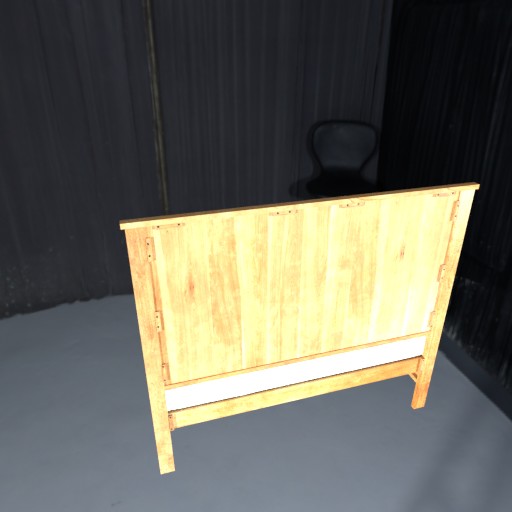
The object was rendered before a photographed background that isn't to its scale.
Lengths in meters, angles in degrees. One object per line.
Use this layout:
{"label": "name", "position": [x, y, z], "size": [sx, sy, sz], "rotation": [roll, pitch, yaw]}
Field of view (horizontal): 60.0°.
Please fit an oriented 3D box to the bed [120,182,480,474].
{"label": "bed", "position": [0.000, 0.000, 3.542], "size": [1.936, 1.686, 2.201], "rotation": [-8, 28, -15]}
